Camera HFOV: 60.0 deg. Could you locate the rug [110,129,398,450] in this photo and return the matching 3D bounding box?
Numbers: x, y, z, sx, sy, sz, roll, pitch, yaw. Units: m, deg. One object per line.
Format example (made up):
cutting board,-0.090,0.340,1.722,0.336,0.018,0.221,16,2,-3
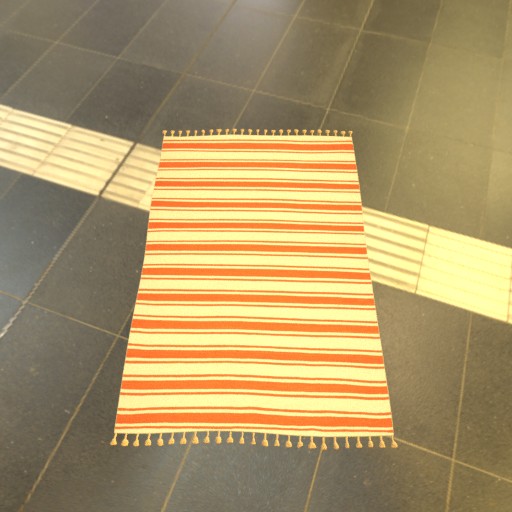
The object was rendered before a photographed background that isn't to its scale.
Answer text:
rug,0.000,0.000,3.021,1.556,0.022,2.433,1,59,0
